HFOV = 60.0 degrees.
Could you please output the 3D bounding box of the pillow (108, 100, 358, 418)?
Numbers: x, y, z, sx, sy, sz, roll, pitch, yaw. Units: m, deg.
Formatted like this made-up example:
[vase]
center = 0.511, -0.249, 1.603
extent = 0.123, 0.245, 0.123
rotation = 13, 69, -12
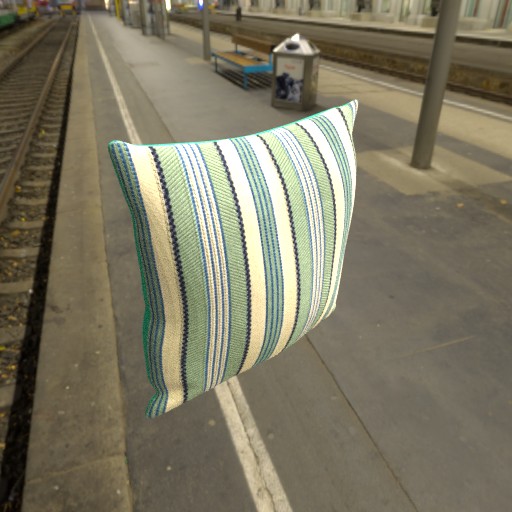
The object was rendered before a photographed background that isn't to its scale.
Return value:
[pillow]
center = 0.000, 0.000, 0.708
extent = 0.440, 0.441, 0.182
rotation = -23, 37, -34
